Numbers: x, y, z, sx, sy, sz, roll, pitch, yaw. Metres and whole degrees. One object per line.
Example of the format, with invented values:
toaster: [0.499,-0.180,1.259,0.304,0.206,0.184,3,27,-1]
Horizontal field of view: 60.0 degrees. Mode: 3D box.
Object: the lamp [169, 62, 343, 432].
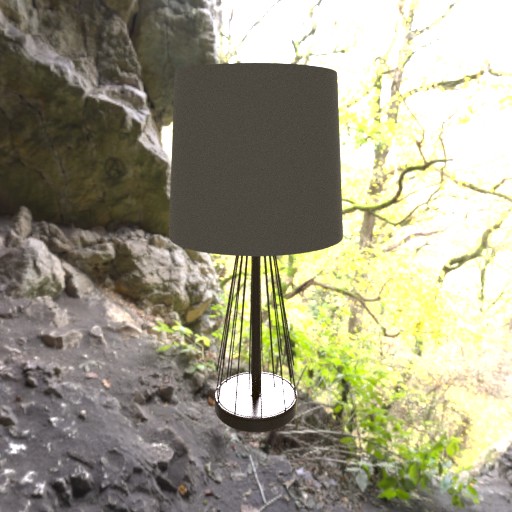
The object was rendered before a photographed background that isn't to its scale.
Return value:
lamp: [0.000,0.000,0.795,0.303,0.618,0.303,0,16,0]
